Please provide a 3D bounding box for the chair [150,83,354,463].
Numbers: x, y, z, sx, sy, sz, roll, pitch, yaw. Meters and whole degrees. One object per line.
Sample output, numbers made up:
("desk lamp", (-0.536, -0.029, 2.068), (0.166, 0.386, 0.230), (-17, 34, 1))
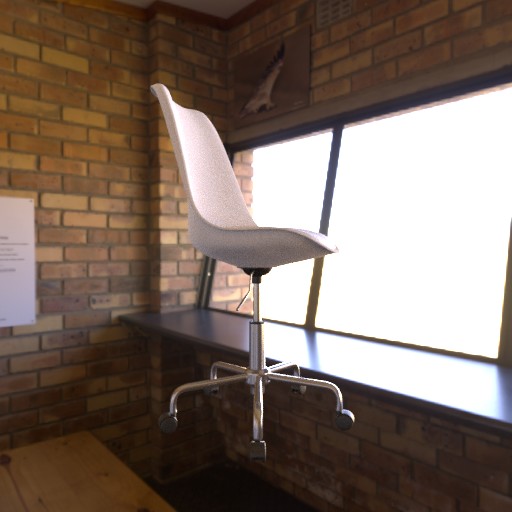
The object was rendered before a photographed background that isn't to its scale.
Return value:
("chair", (0.000, 0.000, 1.262), (0.550, 0.930, 0.550), (0, 1, 17))
